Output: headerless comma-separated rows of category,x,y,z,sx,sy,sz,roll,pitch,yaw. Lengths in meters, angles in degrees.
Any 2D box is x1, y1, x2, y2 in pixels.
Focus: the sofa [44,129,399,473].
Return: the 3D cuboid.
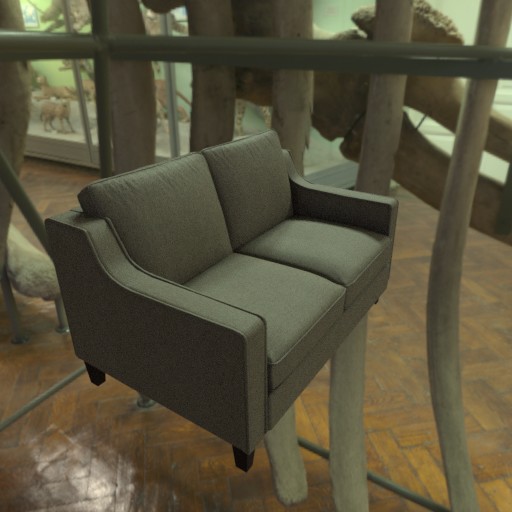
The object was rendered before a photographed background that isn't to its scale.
sofa,0.000,0.000,2.174,0.985,0.981,1.503,16,31,30
